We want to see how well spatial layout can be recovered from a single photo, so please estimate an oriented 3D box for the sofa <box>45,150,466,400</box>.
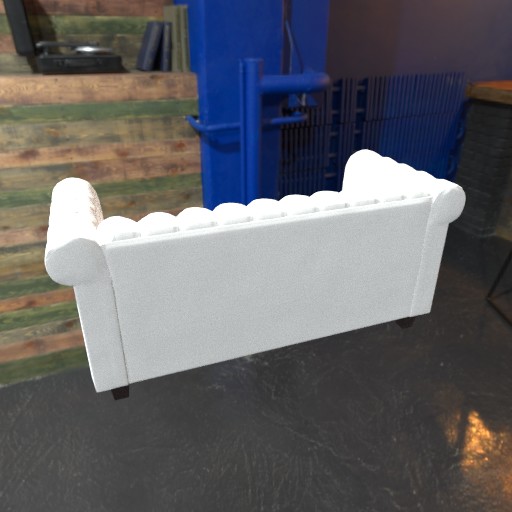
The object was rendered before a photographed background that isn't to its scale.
[{"bbox_3d":[0.000,0.000,2.223,1.798,0.796,0.771,-9,28,-18],"label":"sofa"}]
